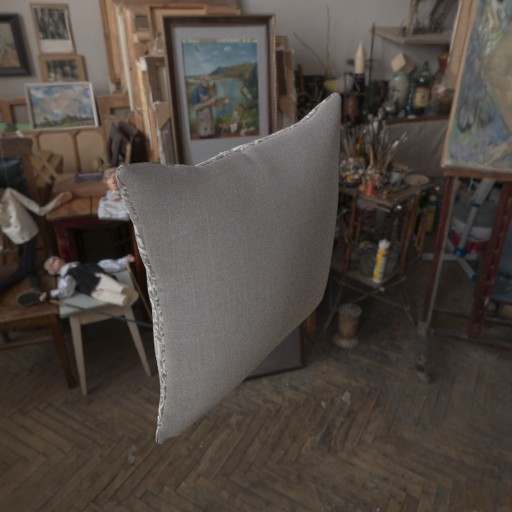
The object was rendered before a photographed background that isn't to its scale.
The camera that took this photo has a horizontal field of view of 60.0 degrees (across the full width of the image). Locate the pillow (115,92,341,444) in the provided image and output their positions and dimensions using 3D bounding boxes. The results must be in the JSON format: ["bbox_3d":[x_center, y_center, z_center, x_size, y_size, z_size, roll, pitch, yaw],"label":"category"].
[{"bbox_3d":[0.000,0.000,0.801,0.180,0.487,0.546,21,37,30],"label":"pillow"}]
